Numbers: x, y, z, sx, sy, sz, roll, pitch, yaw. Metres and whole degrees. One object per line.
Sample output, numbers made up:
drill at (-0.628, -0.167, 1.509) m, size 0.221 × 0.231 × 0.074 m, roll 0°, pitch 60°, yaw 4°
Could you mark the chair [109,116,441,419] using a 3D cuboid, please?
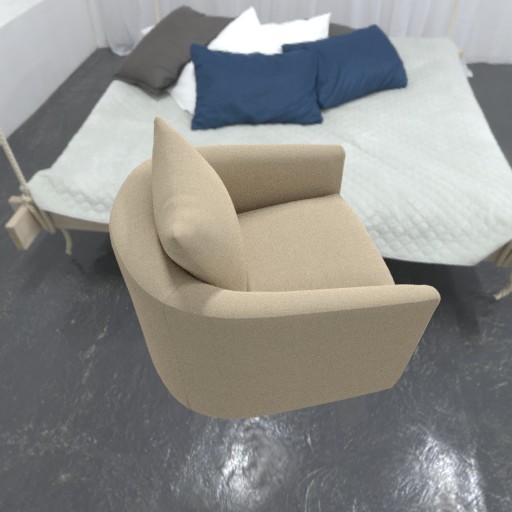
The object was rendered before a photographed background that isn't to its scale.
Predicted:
chair at (0.000, 0.000, 1.572) m, size 0.910 × 0.848 × 0.845 m, roll -9°, pitch 47°, yaw -9°
